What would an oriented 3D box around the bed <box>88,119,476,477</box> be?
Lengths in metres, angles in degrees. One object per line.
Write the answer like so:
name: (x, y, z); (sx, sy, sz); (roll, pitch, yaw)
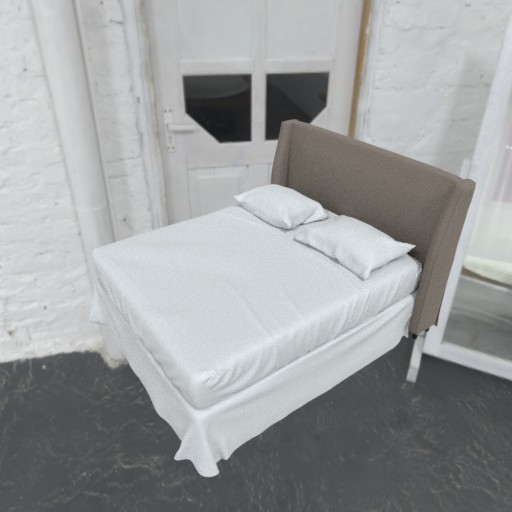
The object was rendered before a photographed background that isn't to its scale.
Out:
bed: (0.000, 0.000, 3.369); (2.276, 1.332, 1.925); (-21, 38, -30)
